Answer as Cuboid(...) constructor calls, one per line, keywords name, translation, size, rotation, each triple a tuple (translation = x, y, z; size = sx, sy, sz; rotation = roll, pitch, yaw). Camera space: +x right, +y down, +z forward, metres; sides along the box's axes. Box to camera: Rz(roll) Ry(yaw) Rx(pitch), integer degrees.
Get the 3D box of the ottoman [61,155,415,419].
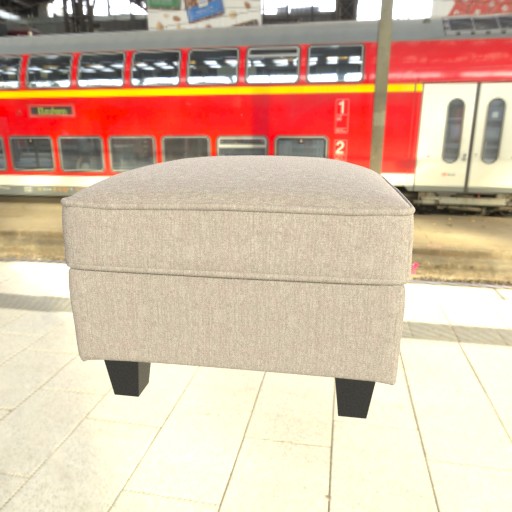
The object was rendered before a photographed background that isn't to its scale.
Cuboid(name="ottoman", translation=(0.000, 0.000, 1.395), size=(0.808, 0.612, 0.871), rotation=(2, 16, 9))
